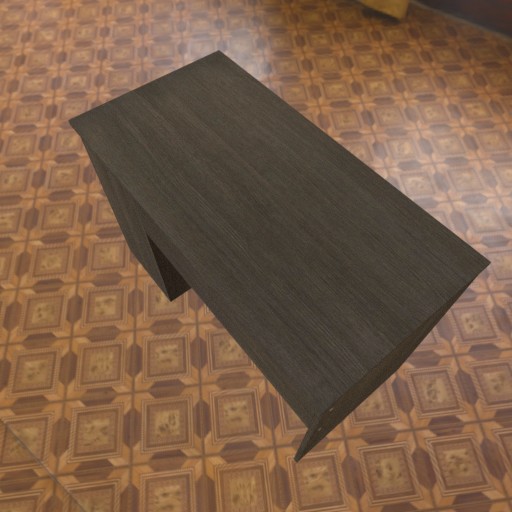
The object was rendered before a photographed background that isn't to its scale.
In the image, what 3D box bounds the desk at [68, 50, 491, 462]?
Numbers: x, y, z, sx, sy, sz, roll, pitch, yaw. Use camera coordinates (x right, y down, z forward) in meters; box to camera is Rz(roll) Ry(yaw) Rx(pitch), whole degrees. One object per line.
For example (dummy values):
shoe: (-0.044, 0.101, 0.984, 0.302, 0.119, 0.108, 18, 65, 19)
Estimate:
desk: (0.000, 0.000, 1.498, 0.560, 0.730, 1.096, -34, 64, -20)
